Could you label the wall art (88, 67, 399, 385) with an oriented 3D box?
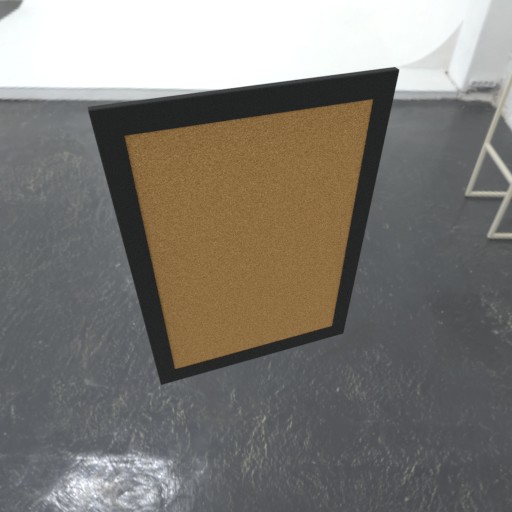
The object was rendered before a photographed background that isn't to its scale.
[{"bbox_3d":[0.000,0.000,0.689,0.374,0.529,0.012,-13,44,-14],"label":"wall art"}]
